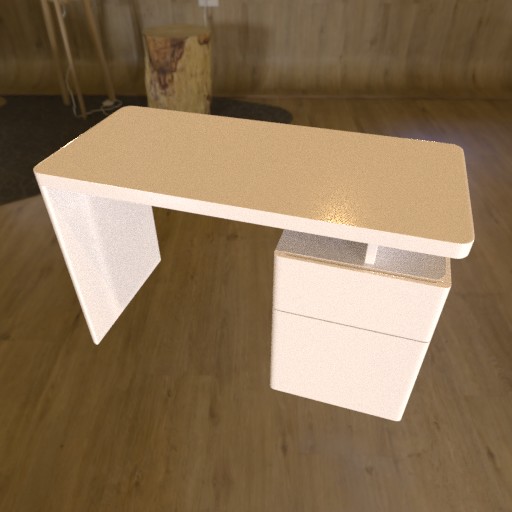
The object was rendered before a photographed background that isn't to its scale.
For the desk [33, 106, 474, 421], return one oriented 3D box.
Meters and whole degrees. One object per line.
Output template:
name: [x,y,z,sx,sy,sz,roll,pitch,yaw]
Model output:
desk: [0.000,0.000,1.572,1.200,0.760,0.550,11,40,13]
